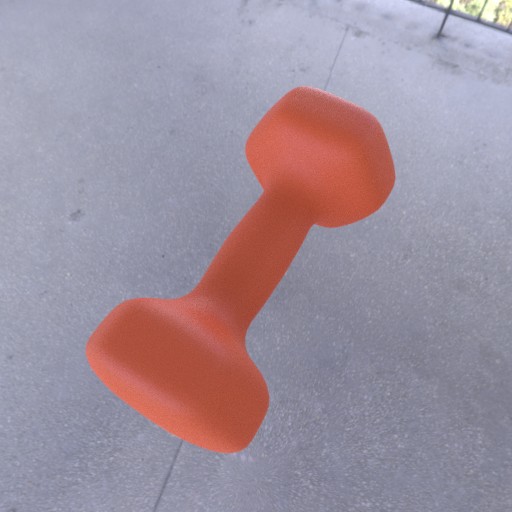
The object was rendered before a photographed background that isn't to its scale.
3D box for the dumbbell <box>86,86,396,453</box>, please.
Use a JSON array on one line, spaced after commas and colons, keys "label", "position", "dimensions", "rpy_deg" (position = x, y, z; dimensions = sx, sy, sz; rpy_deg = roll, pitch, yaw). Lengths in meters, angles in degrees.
[{"label": "dumbbell", "position": [0.000, 0.000, 0.202], "dimensions": [0.079, 0.071, 0.162], "rpy_deg": [29, 67, 14]}]
